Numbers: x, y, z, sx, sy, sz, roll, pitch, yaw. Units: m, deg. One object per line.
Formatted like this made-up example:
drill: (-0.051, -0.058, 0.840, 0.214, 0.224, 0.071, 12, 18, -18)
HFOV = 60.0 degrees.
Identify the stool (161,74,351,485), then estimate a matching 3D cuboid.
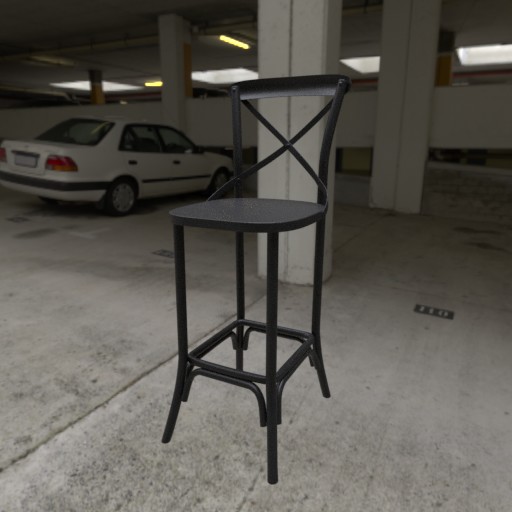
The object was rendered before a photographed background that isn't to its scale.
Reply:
stool: (0.000, 0.000, 1.459, 0.457, 1.168, 0.584, 7, 17, 26)
